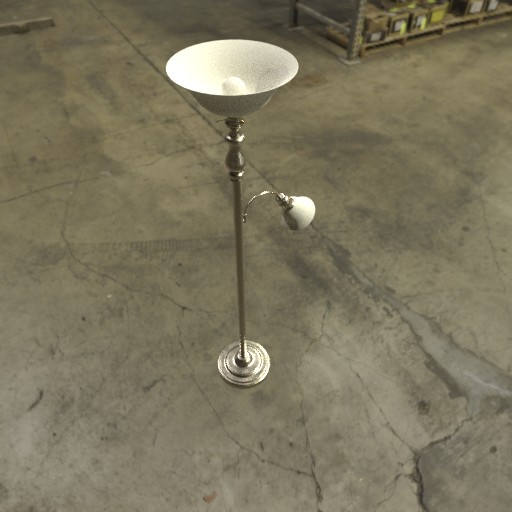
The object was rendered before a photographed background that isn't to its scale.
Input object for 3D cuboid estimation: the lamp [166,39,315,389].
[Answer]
[{"bbox_3d":[0.000,0.000,2.035,0.575,1.785,0.405,-23,50,-21],"label":"lamp"}]
